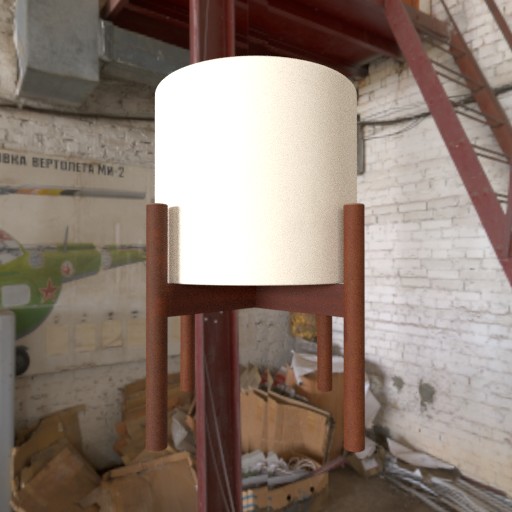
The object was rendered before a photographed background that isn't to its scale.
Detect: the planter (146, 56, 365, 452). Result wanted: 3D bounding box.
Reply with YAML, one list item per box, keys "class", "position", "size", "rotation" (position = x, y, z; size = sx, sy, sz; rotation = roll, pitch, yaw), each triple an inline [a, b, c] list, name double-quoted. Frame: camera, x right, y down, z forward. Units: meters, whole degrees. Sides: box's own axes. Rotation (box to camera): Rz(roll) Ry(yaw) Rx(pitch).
- class: "planter"
  position: [0.000, 0.000, 0.504]
  size: [0.224, 0.358, 0.224]
  rotation: [0, 0, 0]
